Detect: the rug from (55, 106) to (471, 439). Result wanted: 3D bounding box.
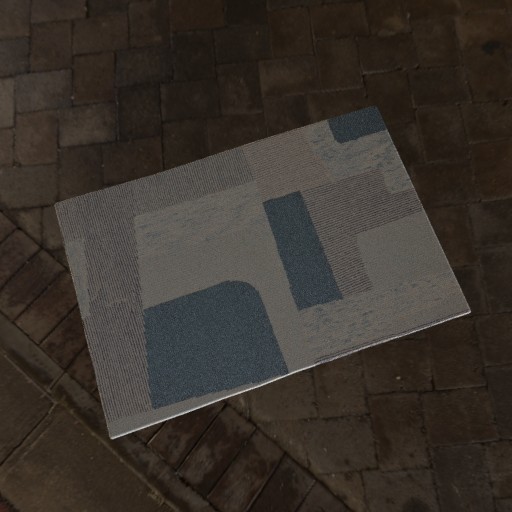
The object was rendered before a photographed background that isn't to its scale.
[{"bbox_3d":[0.000,0.000,2.283,1.847,0.020,1.238,-18,76,-5],"label":"rug"}]
